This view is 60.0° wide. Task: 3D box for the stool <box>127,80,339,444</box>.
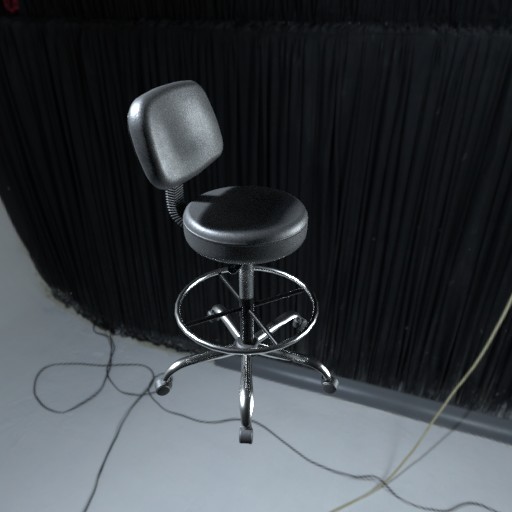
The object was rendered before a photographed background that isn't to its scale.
[{"bbox_3d":[0.000,0.000,1.508,0.658,1.069,0.694,11,32,17],"label":"stool"}]
